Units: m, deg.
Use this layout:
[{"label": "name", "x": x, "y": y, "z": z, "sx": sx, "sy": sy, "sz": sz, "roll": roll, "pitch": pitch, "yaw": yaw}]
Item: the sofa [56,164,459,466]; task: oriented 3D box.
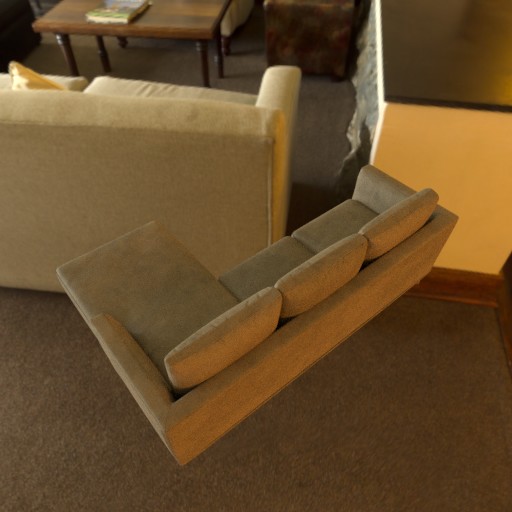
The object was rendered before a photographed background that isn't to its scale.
[{"label": "sofa", "x": 0.000, "y": 0.000, "z": 3.237, "sx": 2.438, "sy": 0.987, "sz": 1.622, "roll": -31, "pitch": 54, "yaw": -26}]
